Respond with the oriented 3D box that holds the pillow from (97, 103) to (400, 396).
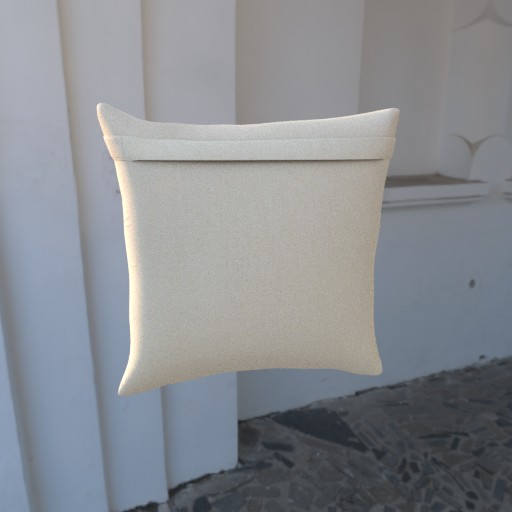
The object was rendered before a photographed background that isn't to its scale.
[{"bbox_3d":[0.000,0.000,0.629,0.405,0.406,0.173,-2,14,-8],"label":"pillow"}]
